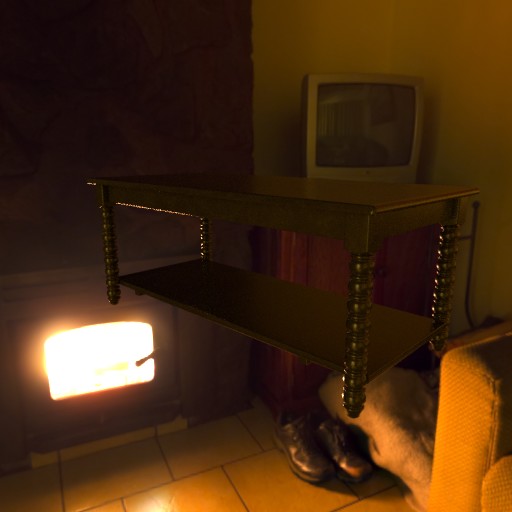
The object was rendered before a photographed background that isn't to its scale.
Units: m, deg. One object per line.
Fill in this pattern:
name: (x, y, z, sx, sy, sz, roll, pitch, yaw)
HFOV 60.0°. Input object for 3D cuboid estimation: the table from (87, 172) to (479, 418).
table: (0.000, 0.000, 1.473, 1.171, 0.487, 0.580, 13, 19, 42)
